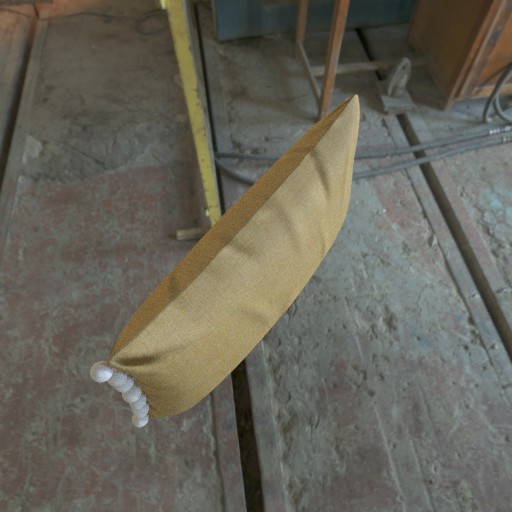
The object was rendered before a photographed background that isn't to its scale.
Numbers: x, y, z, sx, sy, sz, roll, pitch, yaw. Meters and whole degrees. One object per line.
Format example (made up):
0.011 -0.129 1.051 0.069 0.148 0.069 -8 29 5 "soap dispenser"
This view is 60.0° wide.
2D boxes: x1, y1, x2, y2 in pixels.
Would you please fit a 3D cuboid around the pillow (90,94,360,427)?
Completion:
0.000 0.000 0.839 0.201 0.322 0.709 32 63 19 "pillow"
